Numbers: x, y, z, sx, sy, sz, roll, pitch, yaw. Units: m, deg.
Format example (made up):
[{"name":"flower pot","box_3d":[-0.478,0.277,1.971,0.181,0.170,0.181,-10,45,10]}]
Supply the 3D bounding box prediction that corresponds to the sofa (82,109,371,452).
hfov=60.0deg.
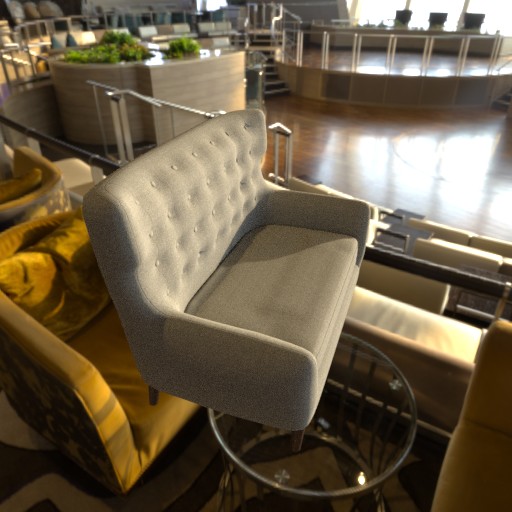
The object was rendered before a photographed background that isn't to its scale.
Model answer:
[{"name":"sofa","box_3d":[0.000,0.000,2.066,0.884,1.028,1.386,11,33,17]}]
